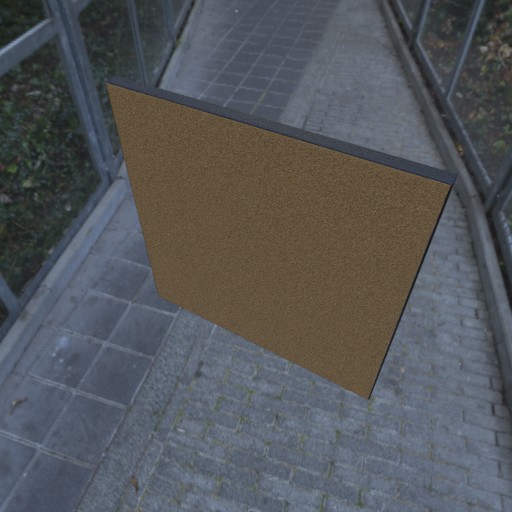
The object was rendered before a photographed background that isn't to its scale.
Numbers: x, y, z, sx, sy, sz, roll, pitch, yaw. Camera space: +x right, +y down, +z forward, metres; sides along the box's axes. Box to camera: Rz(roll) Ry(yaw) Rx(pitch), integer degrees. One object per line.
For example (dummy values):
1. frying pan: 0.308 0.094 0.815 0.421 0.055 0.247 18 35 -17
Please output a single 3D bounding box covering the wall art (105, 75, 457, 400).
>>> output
1. wall art: 0.000 0.000 0.680 0.456 0.453 0.022 23 50 21
